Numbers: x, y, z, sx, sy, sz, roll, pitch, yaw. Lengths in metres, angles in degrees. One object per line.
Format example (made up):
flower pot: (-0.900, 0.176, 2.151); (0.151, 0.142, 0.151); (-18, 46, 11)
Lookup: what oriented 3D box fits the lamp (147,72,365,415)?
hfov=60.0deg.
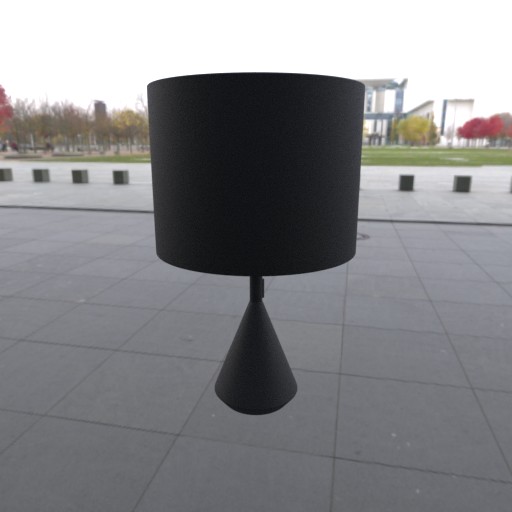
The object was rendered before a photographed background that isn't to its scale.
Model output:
lamp: (0.000, 0.000, 0.820); (0.359, 0.584, 0.359); (7, 16, 26)
